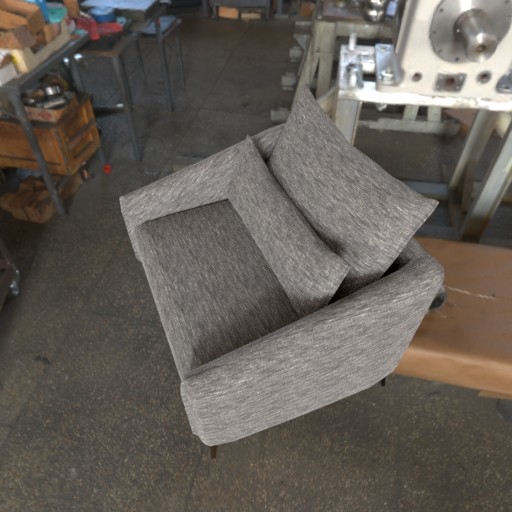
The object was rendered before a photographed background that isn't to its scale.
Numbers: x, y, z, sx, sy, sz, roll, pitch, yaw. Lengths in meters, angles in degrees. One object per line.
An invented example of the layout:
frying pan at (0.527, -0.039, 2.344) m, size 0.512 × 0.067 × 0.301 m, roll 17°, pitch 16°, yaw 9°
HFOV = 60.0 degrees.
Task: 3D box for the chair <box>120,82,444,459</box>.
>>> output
chair at (0.000, 0.000, 1.611) m, size 0.805 × 0.842 × 1.004 m, roll -17°, pitch 49°, yaw -16°
